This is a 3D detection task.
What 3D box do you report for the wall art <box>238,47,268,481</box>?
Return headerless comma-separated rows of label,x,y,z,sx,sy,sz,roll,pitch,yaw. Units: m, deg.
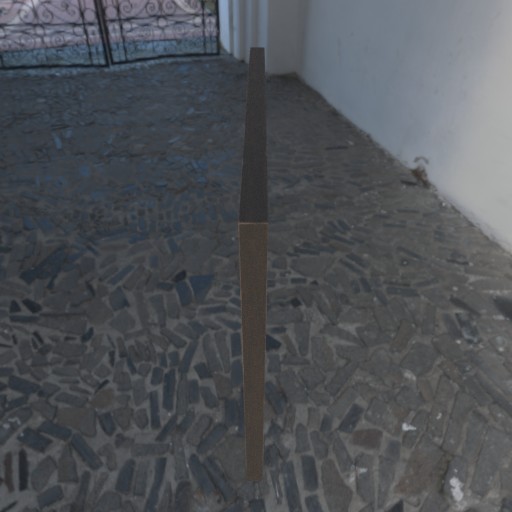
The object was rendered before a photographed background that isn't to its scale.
wall art,0.000,0.000,1.099,0.038,0.762,0.762,0,41,0
